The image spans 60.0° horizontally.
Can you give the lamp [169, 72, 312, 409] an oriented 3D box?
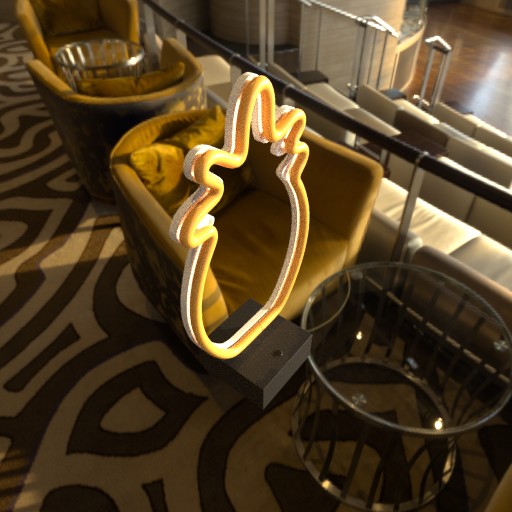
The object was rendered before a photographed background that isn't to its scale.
[{"bbox_3d":[0.000,0.000,0.400,0.088,0.317,0.167,28,49,28],"label":"lamp"}]
